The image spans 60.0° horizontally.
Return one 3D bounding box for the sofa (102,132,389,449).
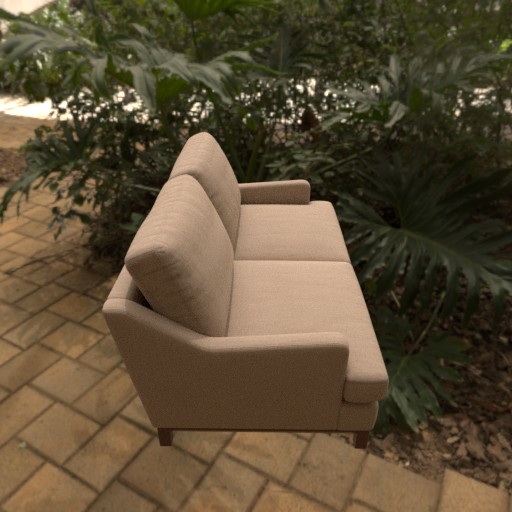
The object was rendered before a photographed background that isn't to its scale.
[{"bbox_3d":[0.000,0.000,2.257,1.004,0.910,1.619,0,30,1],"label":"sofa"}]
